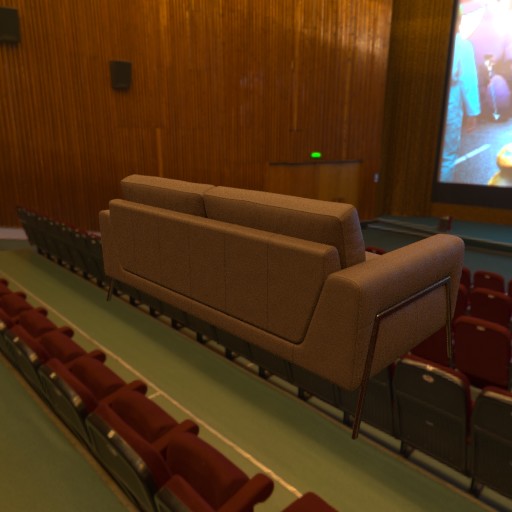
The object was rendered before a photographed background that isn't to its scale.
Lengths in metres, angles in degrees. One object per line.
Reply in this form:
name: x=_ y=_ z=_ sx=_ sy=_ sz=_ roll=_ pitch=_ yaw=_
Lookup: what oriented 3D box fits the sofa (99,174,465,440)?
sofa: x=0.000 y=0.000 z=2.588 sx=0.953 sy=0.875 sz=2.017 roll=-15 pitch=22 yaw=-43
